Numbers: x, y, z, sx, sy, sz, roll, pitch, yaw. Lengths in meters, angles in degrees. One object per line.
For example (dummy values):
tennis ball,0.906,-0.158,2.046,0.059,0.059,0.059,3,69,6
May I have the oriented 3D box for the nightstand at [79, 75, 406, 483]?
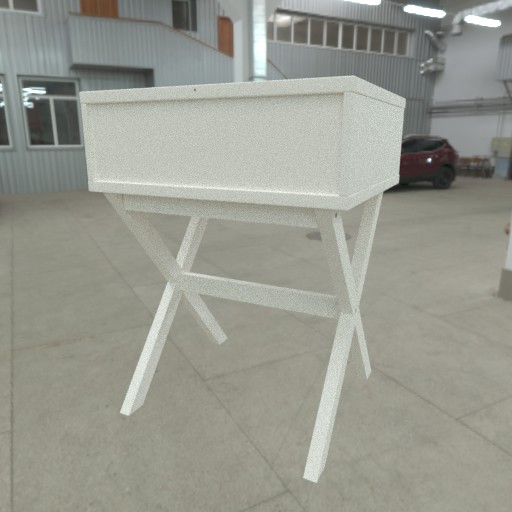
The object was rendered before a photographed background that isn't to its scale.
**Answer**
nightstand,0.000,0.000,0.912,0.479,0.623,0.402,8,17,26
